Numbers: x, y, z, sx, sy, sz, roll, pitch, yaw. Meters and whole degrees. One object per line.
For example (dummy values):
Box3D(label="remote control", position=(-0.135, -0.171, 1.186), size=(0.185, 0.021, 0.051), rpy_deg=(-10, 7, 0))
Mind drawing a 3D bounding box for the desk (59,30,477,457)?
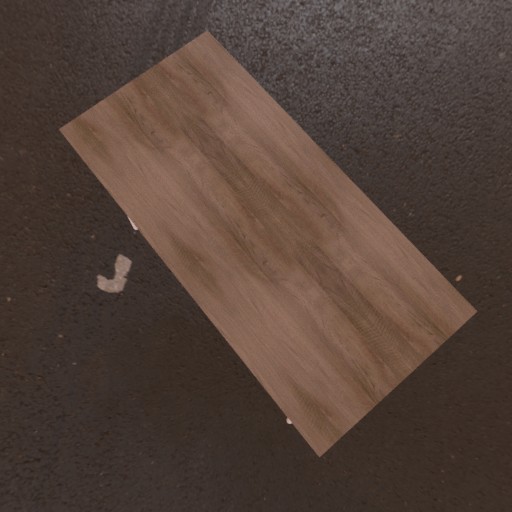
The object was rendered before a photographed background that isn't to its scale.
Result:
Box3D(label="desk", position=(0.000, 0.000, 1.395), size=(0.491, 0.723, 0.979), rpy_deg=(-38, 78, -10))
